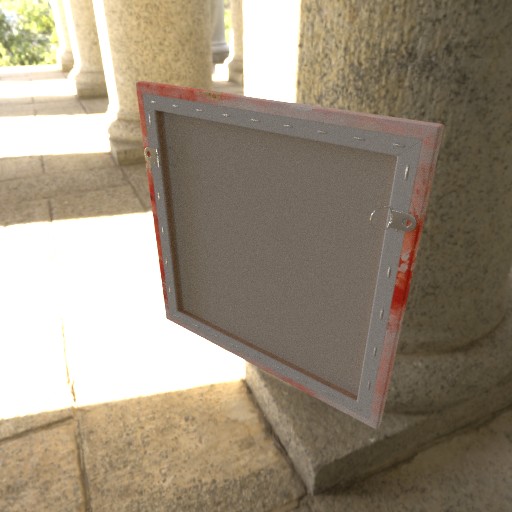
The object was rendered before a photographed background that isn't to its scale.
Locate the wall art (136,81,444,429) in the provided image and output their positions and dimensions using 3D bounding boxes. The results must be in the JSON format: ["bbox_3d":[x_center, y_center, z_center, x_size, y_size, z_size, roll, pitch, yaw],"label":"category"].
[{"bbox_3d":[0.000,0.000,1.298,0.878,0.878,0.066,20,36,31],"label":"wall art"}]
